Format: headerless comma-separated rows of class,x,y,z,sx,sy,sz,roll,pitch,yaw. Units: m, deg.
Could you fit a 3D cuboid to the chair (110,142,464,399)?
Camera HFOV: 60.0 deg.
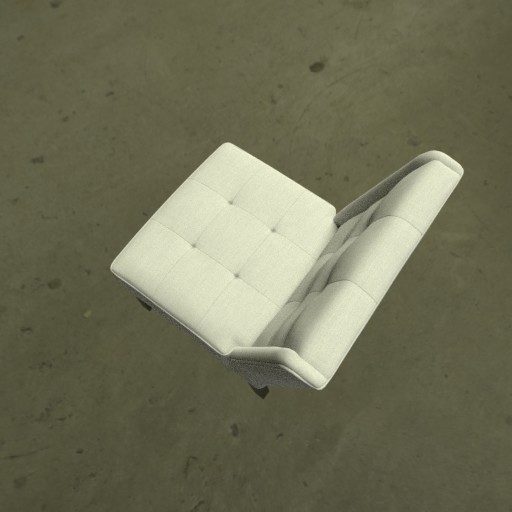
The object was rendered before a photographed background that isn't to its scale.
chair,0.000,0.000,1.277,0.676,0.853,0.569,34,71,13
